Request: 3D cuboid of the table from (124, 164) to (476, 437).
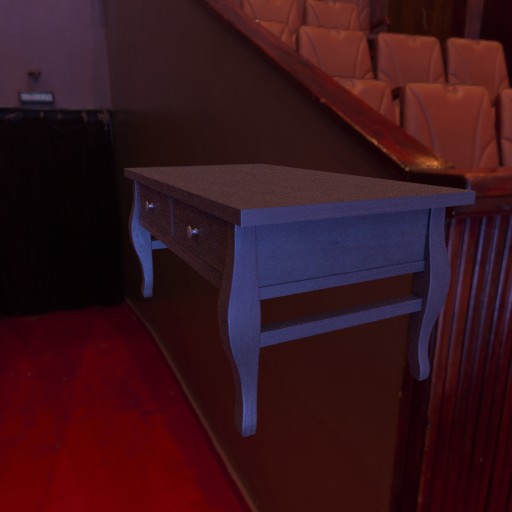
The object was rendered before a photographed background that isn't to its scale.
[{"bbox_3d":[0.000,0.000,1.398,0.600,0.494,1.062,-7,17,-25],"label":"table"}]
